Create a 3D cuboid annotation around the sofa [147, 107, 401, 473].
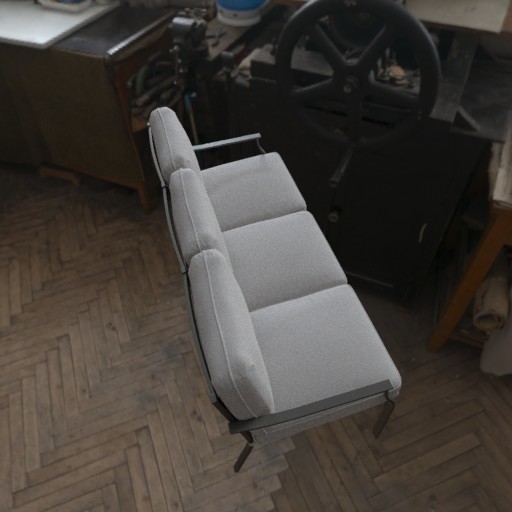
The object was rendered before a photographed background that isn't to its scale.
[{"bbox_3d":[0.000,0.000,2.220,0.787,0.860,1.740,-12,49,-11],"label":"sofa"}]
